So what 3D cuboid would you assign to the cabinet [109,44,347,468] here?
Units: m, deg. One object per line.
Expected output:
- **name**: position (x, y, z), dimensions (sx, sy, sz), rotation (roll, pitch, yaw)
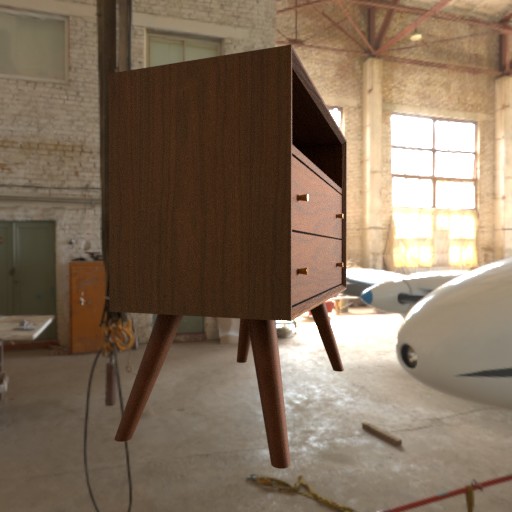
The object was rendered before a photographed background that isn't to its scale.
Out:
- **cabinet**: position (0.000, 0.000, 1.176), dimensions (0.388, 0.748, 0.712), rotation (0, 1, 19)
